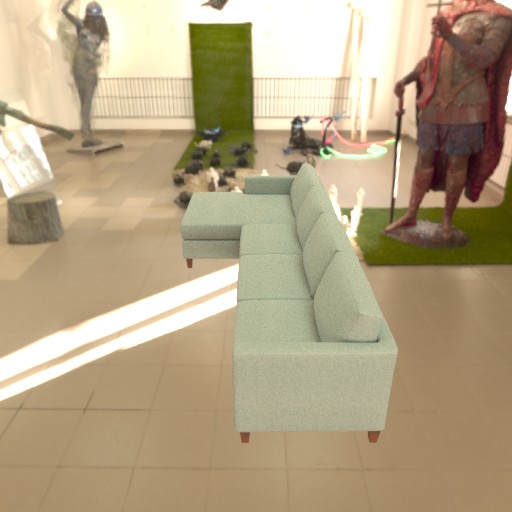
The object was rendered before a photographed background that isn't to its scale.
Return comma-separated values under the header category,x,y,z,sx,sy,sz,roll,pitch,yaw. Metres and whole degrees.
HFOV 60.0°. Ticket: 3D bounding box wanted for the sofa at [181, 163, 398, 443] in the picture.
category,x,y,z,sx,sy,sz,roll,pitch,yaw
sofa,0.000,0.000,4.086,1.600,0.953,3.470,0,26,0
